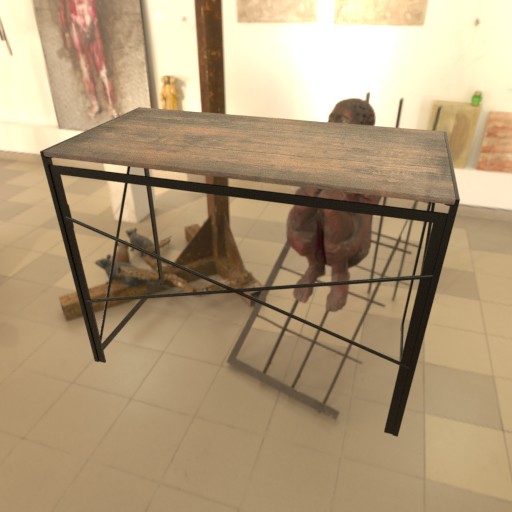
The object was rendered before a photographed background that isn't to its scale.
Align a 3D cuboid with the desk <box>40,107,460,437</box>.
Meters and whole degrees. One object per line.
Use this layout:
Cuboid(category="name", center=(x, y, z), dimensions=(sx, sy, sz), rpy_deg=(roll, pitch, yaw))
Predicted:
Cuboid(category="desk", center=(0.000, 0.000, 1.420), dimensions=(1.015, 0.747, 0.505), rpy_deg=(9, 33, 15))
